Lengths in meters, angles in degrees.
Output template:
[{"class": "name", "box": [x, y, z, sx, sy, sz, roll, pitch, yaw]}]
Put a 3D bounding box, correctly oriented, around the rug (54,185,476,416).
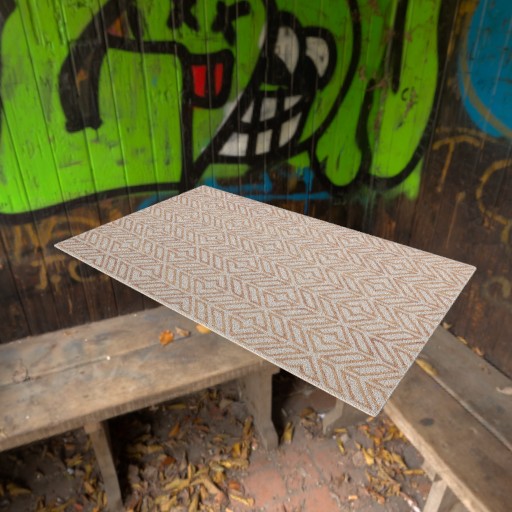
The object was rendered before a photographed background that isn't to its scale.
[{"class": "rug", "box": [0.000, 0.000, 2.992, 2.438, 0.008, 1.523, 21, 36, 32]}]
